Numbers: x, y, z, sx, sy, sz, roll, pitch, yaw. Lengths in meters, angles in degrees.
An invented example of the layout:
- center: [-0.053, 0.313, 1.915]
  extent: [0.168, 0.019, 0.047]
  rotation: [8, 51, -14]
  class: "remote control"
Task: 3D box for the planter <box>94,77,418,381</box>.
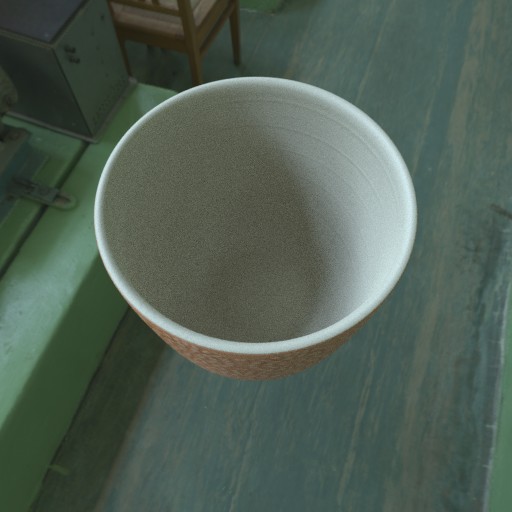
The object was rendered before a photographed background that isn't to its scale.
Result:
- center: [0.000, 0.000, 0.371]
  extent: [0.208, 0.190, 0.208]
  rotation: [0, 65, 0]
  class: "planter"
